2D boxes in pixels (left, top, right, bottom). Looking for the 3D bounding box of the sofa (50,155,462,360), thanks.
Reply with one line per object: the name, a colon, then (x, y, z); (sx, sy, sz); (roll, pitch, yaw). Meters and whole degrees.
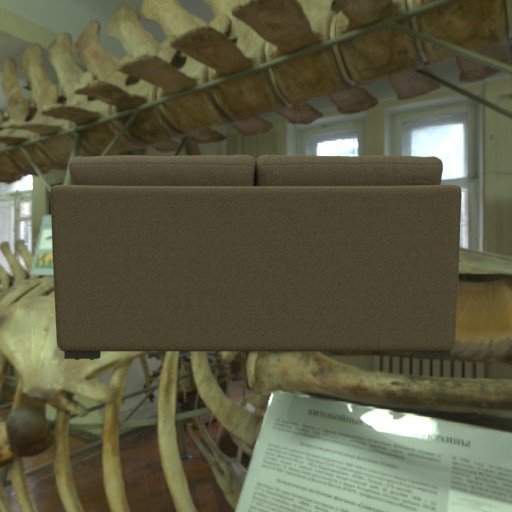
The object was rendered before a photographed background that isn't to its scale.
sofa: (0.000, 0.000, 2.479); (1.869, 0.950, 1.140); (0, 0, 0)
